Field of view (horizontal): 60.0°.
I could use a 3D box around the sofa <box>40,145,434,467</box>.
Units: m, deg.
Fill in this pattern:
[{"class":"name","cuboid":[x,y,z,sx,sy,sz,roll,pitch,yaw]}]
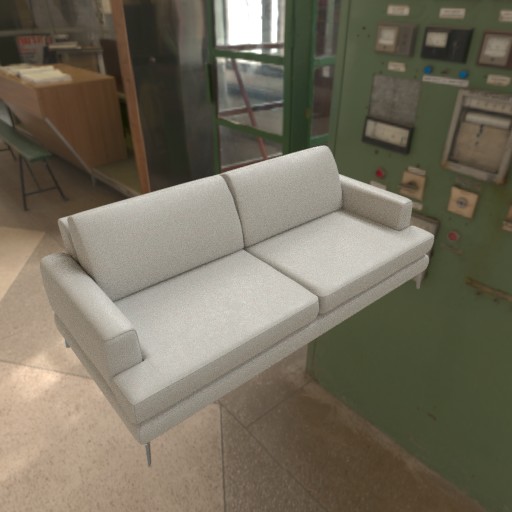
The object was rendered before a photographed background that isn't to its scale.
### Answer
[{"class":"sofa","cuboid":[0.000,0.000,2.355,1.940,0.765,0.974,-23,38,-34]}]
